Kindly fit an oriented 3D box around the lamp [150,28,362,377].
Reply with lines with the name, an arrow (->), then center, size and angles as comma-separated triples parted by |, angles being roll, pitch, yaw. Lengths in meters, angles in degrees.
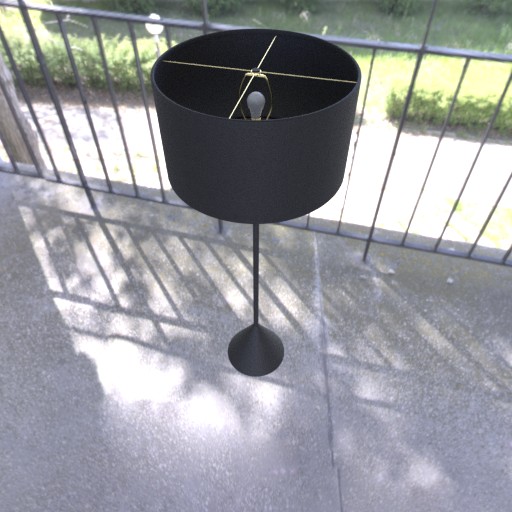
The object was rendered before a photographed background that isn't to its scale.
lamp -> 0.000, 0.000, 1.784 | 0.580, 1.526, 0.580 | 10, 48, 10
